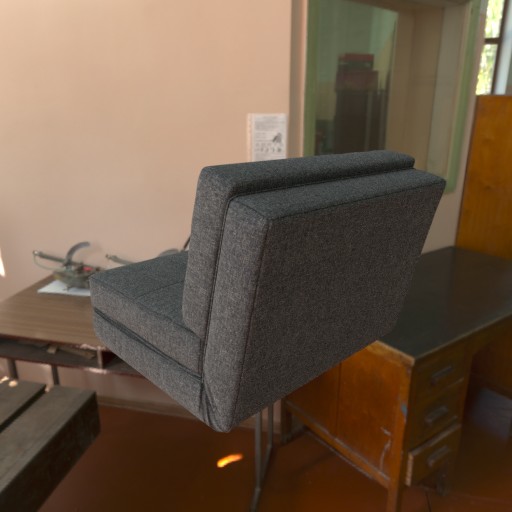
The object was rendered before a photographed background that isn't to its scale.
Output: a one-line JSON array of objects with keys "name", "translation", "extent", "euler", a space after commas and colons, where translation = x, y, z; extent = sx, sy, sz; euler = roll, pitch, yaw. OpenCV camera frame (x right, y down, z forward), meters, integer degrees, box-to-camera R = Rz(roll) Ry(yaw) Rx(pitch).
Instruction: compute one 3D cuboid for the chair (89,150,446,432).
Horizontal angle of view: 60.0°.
[{"name": "chair", "translation": [0.000, 0.000, 1.335], "extent": [0.740, 0.615, 0.800], "euler": [-16, 24, -41]}]
